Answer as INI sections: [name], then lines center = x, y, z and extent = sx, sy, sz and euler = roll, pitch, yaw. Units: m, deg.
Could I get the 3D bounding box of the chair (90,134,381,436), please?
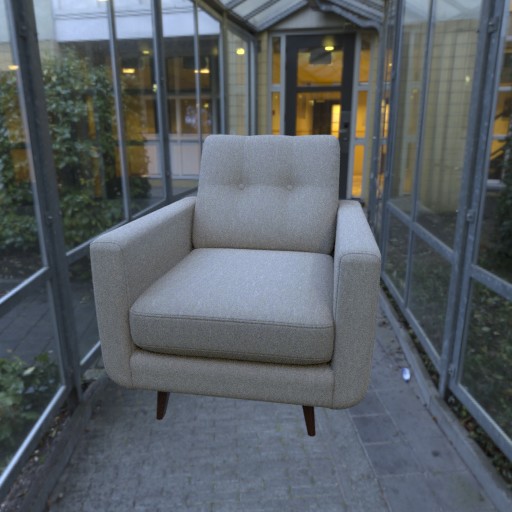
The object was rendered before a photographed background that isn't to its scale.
[chair]
center = 0.000, 0.000, 1.852
extent = 0.897, 0.965, 1.128
euler = 3, 16, 9
